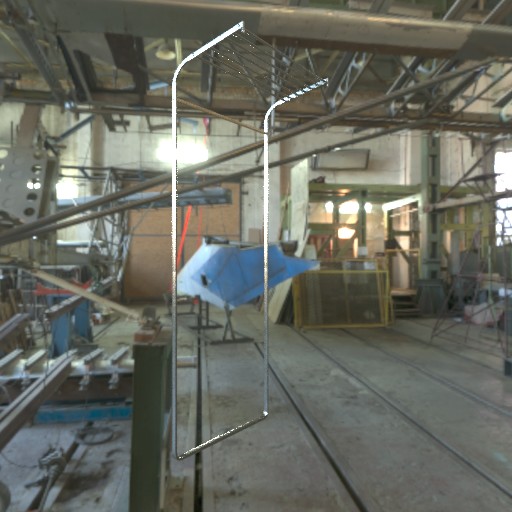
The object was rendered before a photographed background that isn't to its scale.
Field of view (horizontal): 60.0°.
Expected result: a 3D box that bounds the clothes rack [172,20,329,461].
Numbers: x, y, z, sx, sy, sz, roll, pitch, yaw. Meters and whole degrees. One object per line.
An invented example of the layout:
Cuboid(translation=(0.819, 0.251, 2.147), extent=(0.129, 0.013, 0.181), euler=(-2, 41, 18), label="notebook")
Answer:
Cuboid(translation=(0.000, 0.000, 1.826), extent=(0.349, 1.574, 0.609), euler=(0, 0, 37), label="clothes rack")
